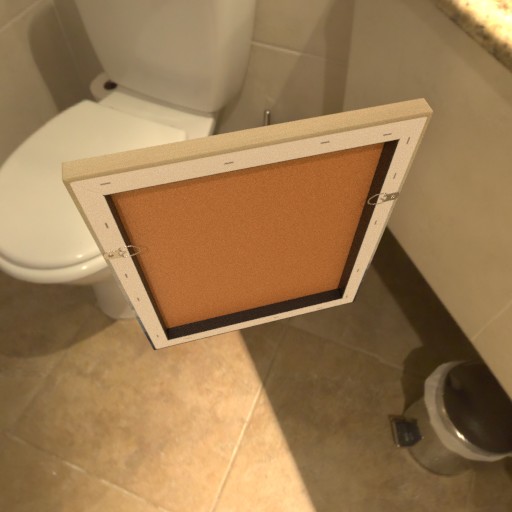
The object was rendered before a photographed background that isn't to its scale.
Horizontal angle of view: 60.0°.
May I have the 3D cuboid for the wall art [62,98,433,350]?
[{"bbox_3d":[0.000,0.000,1.007,0.608,0.710,0.041,-12,58,-8],"label":"wall art"}]
